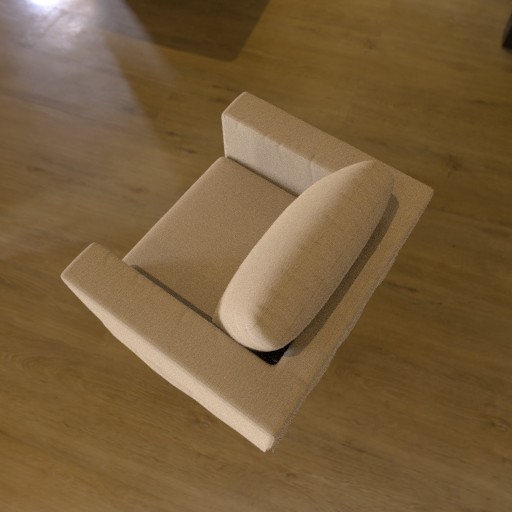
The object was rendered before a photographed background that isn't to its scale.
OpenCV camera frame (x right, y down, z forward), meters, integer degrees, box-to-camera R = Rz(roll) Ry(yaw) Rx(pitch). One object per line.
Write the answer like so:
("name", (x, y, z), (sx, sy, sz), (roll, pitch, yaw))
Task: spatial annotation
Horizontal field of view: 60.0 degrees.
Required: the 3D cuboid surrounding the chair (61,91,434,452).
("chair", (0.000, 0.000, 1.825), (0.957, 0.878, 1.150), (32, 68, 15))
